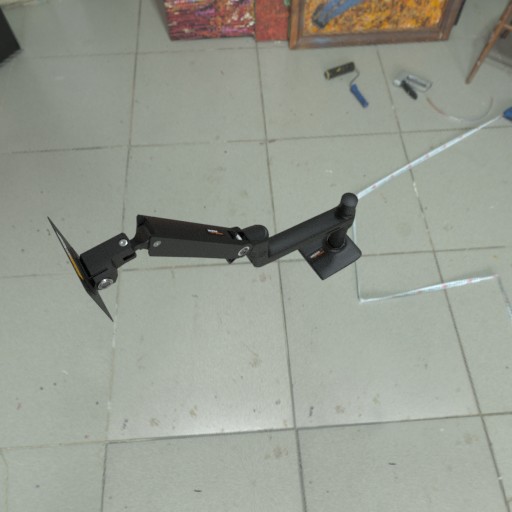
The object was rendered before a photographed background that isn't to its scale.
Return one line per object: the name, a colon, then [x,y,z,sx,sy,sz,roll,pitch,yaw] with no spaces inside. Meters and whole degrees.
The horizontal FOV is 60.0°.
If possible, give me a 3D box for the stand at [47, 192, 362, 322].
stand: [0.000,0.000,1.030,0.650,0.713,0.152,-30,67,-15]
